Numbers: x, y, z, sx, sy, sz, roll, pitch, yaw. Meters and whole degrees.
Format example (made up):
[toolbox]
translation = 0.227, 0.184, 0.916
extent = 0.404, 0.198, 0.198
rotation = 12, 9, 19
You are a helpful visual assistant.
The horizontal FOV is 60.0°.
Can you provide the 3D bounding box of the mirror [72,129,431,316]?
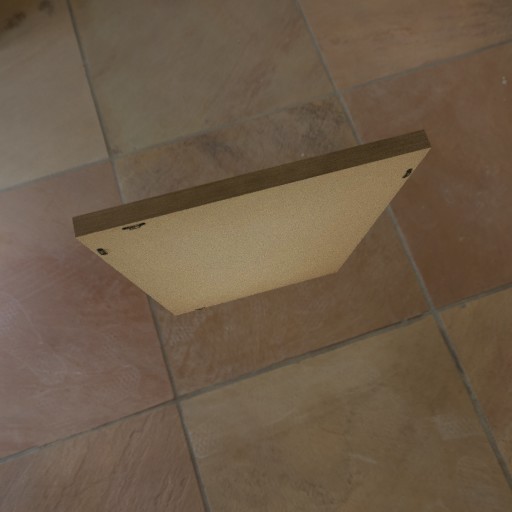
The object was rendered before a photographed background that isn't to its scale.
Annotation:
[mirror]
translation = 0.000, 0.000, 1.175
extent = 0.609, 0.915, 0.041
rotation = -15, 75, -4
